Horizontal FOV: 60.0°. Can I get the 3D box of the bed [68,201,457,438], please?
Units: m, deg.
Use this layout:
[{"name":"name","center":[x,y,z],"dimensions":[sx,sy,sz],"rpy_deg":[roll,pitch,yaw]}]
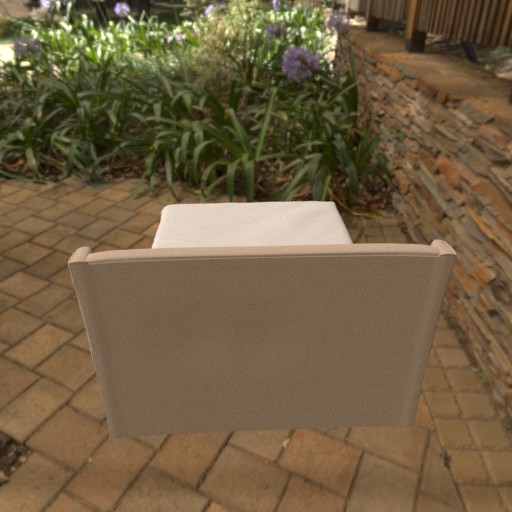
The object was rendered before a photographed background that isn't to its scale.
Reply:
[{"name":"bed","center":[0.000,0.000,3.436],"dimensions":[1.925,1.332,2.276],"rpy_deg":[-1,30,-2]}]
